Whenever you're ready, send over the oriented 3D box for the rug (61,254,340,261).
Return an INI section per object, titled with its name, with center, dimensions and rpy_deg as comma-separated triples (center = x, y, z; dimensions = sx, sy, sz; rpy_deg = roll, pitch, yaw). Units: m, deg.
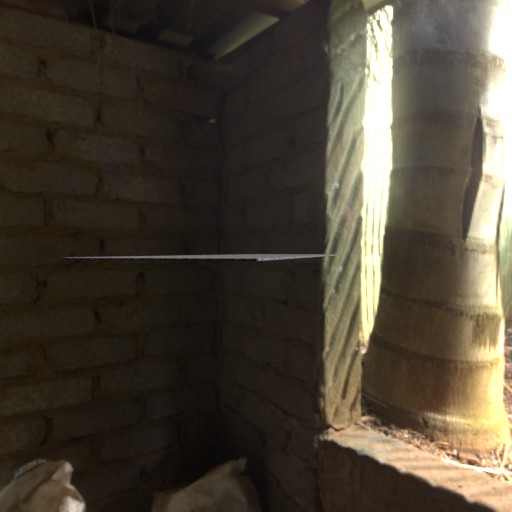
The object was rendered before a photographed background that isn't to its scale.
[rug]
center = 0.000, 0.000, 2.446
dimensions = 0.686, 0.008, 2.286
rpy_deg = 0, 1, 16
